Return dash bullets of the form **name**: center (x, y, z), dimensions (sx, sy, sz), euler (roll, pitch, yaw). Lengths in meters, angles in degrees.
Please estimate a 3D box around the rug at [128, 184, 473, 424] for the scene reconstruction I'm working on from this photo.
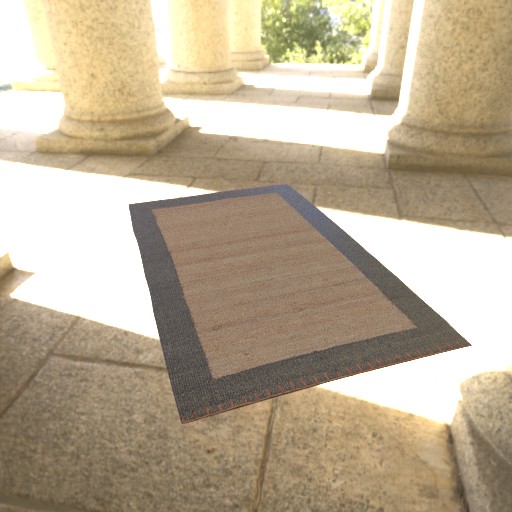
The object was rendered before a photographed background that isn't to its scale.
- **rug**: center (0.000, 0.000, 3.032), dimensions (1.521, 0.006, 2.435), euler (-10, 31, -16)
